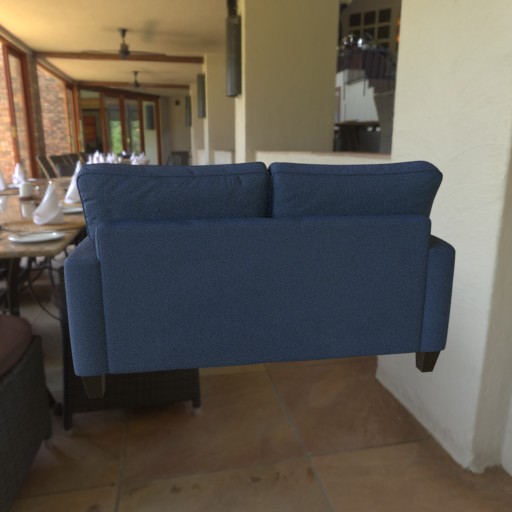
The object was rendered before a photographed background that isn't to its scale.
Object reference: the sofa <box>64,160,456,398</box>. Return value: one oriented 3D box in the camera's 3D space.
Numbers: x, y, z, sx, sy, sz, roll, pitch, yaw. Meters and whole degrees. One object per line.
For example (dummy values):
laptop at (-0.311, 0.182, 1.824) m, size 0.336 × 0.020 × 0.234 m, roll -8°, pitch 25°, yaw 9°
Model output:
sofa at (0.000, 0.000, 2.267) m, size 1.651 × 0.965 × 0.965 m, roll -2°, pitch 14°, yaw -8°
